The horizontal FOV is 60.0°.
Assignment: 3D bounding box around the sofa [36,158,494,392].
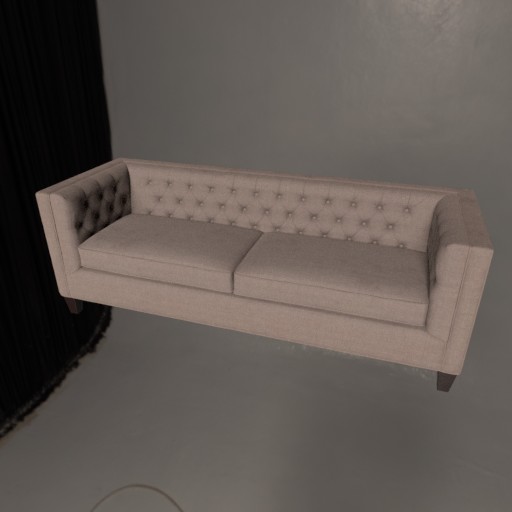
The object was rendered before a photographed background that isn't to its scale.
[{"bbox_3d":[0.000,0.000,2.476,2.159,0.762,0.775,8,28,16],"label":"sofa"}]
